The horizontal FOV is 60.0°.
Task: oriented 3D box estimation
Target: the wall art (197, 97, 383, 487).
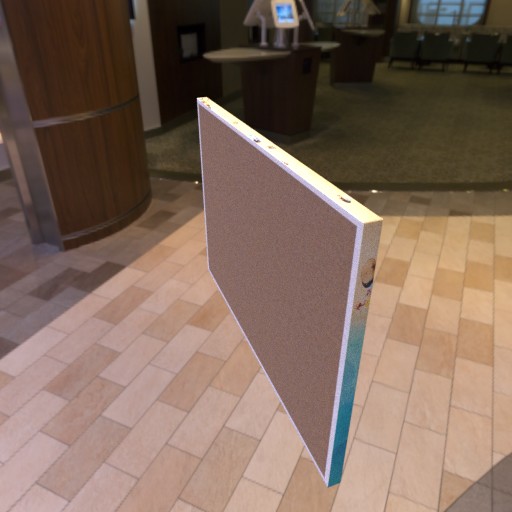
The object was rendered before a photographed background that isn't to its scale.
[{"bbox_3d":[0.000,0.000,1.419,0.040,0.769,1.136,-11,32,-18],"label":"wall art"}]
